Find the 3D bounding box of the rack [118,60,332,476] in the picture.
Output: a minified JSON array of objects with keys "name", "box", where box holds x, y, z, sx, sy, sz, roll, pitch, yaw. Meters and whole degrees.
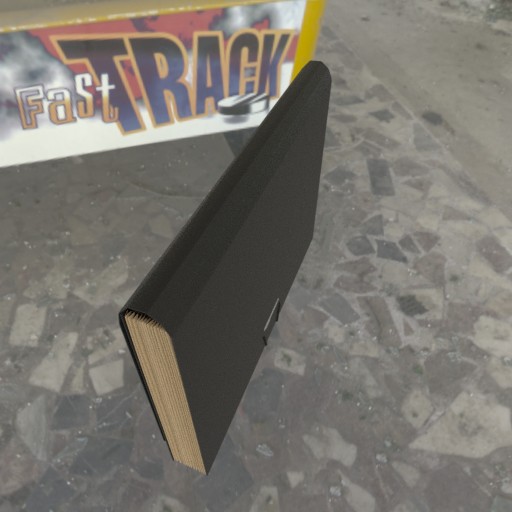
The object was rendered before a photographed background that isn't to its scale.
[{"name":"rack","box":[0.000,0.000,0.423,0.041,0.241,0.330,16,49,15]}]
